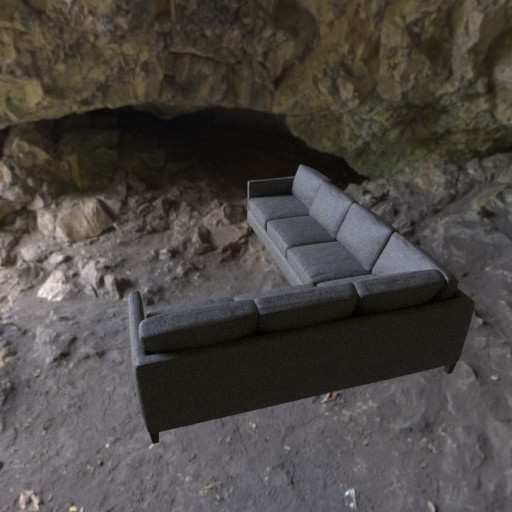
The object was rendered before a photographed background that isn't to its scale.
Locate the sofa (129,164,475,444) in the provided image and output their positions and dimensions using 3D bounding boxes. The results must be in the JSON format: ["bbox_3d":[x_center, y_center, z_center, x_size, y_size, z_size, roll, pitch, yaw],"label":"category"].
[{"bbox_3d":[0.000,0.000,4.552,2.593,0.947,3.302,-8,29,-14],"label":"sofa"}]
